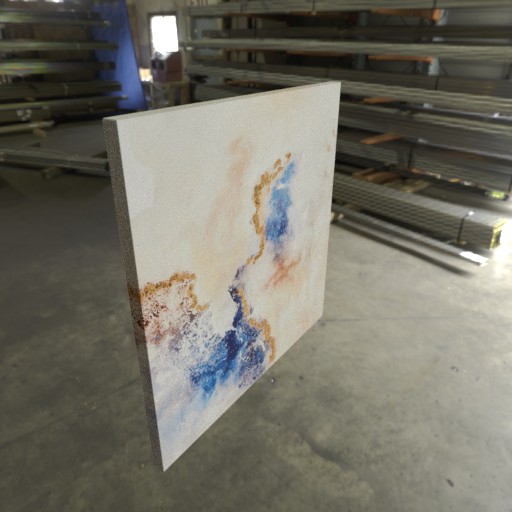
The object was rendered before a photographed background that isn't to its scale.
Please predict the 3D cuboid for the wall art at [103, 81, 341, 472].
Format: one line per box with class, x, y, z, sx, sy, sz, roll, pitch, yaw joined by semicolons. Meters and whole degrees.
wall art;0.000;0.000;1.292;0.038;0.889;0.889;17;31;31
